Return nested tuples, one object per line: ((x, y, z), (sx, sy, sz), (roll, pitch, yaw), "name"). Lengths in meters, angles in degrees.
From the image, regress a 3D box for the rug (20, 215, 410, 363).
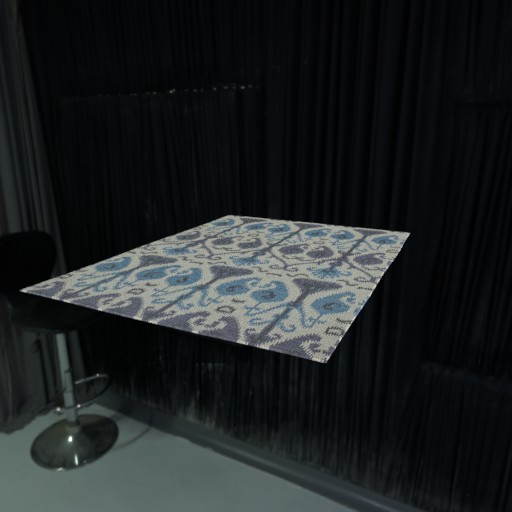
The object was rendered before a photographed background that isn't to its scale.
((0.000, 0.000, 2.950), (1.676, 0.013, 2.261), (8, 18, 25), "rug")
